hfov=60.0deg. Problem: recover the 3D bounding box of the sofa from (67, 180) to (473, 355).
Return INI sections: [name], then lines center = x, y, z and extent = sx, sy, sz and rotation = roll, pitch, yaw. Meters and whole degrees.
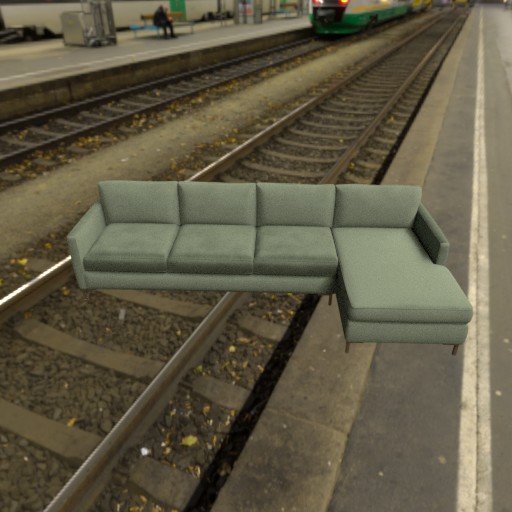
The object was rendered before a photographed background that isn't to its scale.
[sofa]
center = 0.000, 0.000, 3.261
extent = 2.725, 0.756, 1.255
rotation = 1, 31, 2
